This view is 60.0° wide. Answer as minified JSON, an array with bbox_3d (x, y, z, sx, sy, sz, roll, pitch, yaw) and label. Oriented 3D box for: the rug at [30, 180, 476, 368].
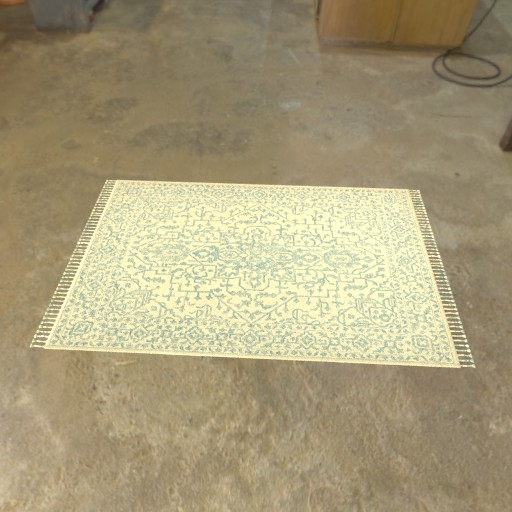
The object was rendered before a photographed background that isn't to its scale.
[{"bbox_3d":[0.000,0.000,2.938,2.438,0.010,1.524,2,47,2],"label":"rug"}]
